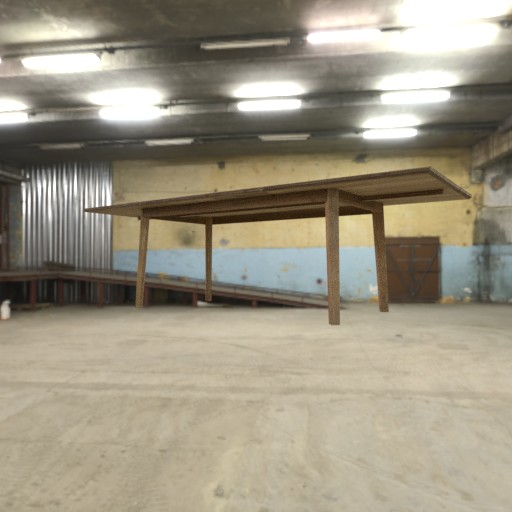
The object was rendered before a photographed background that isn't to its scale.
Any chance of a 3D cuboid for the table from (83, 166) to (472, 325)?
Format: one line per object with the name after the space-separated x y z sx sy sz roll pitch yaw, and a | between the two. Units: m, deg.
0.000 0.000 3.113 2.603 0.752 1.000 -1 -1 35 | table
